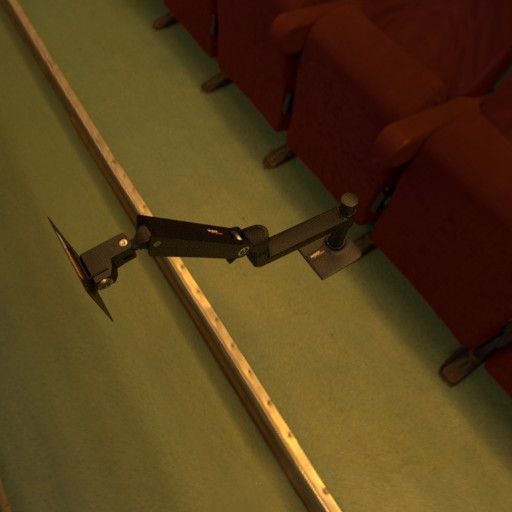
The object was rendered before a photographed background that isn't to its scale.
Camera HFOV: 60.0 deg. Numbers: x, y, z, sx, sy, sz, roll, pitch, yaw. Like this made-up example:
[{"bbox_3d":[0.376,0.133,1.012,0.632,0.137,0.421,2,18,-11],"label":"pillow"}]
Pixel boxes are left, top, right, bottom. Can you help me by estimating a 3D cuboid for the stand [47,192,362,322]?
[{"bbox_3d":[0.000,0.000,1.030,0.650,0.713,0.152,-30,67,-15],"label":"stand"}]
